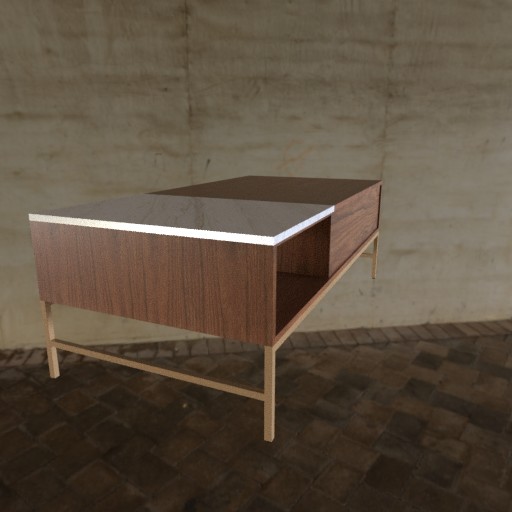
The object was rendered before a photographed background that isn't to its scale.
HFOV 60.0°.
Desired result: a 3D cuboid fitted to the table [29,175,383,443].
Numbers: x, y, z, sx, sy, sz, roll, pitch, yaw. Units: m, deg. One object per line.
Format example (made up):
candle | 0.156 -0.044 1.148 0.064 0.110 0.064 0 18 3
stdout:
table | 0.000 0.000 1.922 0.789 0.551 1.553 7 16 23
